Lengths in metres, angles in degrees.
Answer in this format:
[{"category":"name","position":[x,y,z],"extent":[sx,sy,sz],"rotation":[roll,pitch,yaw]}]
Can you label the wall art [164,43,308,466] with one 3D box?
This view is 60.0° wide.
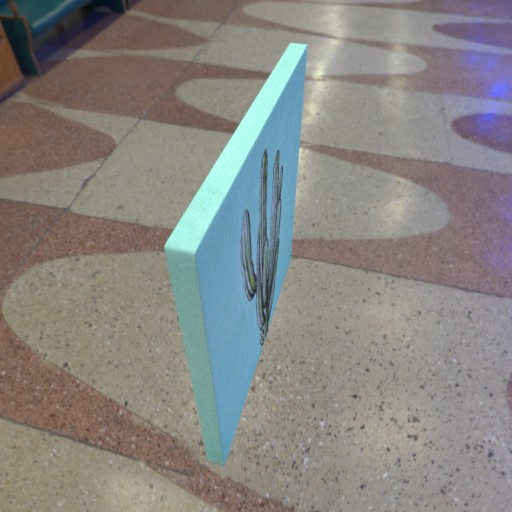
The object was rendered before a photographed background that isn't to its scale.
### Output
[{"category":"wall art","position":[0.000,0.000,1.117],"extent":[0.054,0.766,0.765],"rotation":[11,46,11]}]
